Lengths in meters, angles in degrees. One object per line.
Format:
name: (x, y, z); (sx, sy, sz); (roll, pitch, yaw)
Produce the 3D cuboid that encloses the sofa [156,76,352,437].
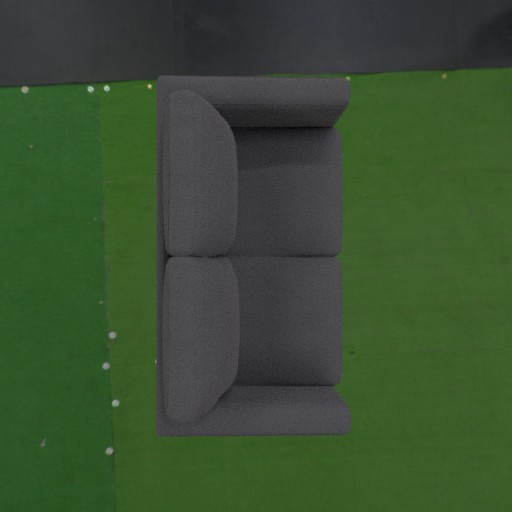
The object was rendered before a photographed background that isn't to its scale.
sofa: (0.000, 0.000, 1.982); (0.796, 0.908, 1.430); (0, 90, -1)
